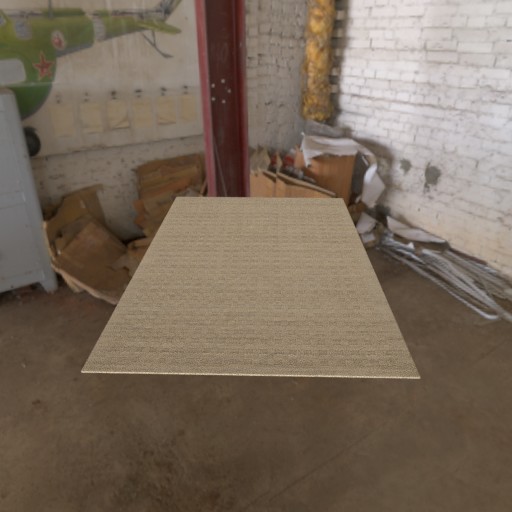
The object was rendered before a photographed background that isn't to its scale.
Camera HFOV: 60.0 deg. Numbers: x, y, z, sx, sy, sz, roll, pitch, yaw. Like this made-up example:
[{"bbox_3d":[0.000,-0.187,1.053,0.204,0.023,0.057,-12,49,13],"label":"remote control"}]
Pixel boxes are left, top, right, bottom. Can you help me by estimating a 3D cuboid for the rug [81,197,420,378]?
[{"bbox_3d":[0.000,0.000,2.270,1.142,0.006,1.752,1,27,1],"label":"rug"}]
